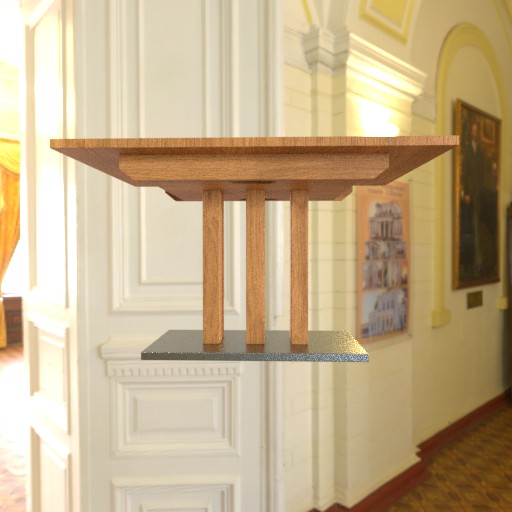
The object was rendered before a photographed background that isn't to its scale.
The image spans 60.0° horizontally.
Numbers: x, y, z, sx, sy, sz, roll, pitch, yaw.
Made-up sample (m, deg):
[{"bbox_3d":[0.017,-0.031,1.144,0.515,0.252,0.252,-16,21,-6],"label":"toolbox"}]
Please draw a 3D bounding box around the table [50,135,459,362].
[{"bbox_3d":[0.000,0.000,1.862,1.300,0.770,0.900,0,1,2],"label":"table"}]
